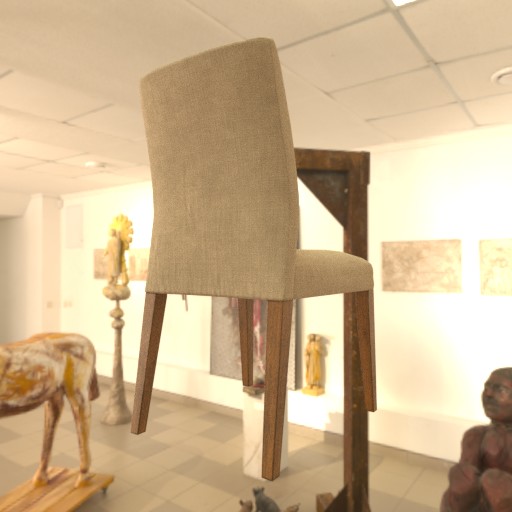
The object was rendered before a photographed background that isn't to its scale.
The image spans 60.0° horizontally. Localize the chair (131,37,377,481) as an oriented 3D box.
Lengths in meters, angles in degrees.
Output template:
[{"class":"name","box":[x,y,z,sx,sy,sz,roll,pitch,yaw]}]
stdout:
[{"class":"chair","box":[0.000,0.000,1.265,0.496,0.940,0.585,0,-1,35]}]
